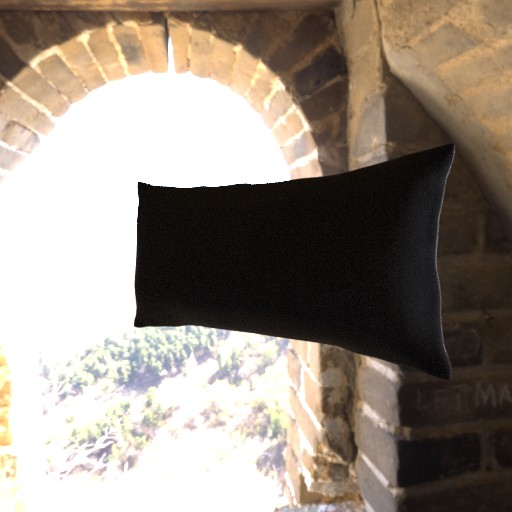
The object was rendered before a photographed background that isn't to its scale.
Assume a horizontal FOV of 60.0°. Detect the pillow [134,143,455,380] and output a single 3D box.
[{"bbox_3d":[0.000,0.000,0.729,0.609,0.305,0.151,0,0,36],"label":"pillow"}]
